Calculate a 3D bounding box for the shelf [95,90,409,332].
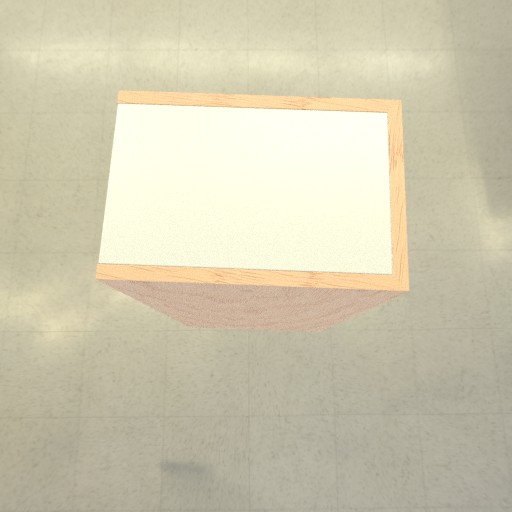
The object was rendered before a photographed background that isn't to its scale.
[{"bbox_3d":[0.000,0.000,0.723,0.290,0.600,0.200,2,77,1],"label":"shelf"}]
